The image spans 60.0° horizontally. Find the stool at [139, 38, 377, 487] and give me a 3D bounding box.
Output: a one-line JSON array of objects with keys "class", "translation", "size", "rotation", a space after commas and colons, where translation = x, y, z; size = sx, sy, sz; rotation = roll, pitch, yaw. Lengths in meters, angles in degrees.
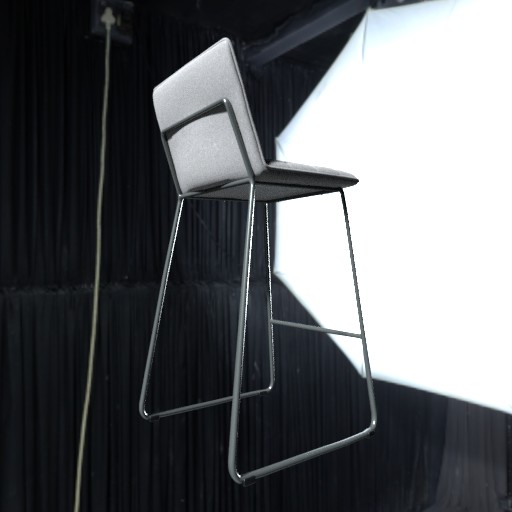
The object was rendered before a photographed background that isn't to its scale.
[{"class": "stool", "translation": [0.000, 0.000, 1.244], "size": [0.490, 0.960, 0.490], "rotation": [1, -1, -37]}]
